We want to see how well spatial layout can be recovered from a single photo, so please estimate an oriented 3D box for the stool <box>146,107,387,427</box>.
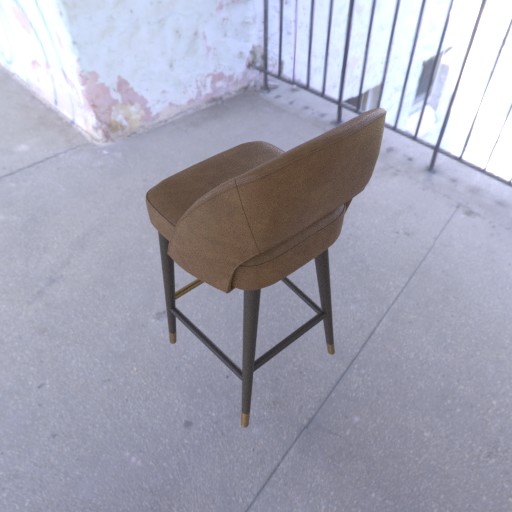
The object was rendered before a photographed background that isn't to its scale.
[{"bbox_3d":[0.000,0.000,1.309,0.494,1.037,0.509,-32,54,-27],"label":"stool"}]
